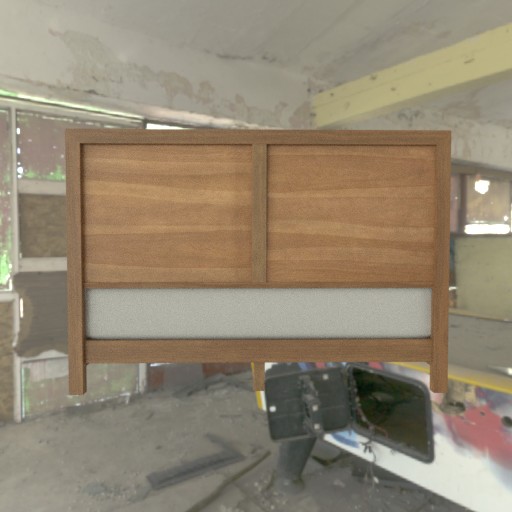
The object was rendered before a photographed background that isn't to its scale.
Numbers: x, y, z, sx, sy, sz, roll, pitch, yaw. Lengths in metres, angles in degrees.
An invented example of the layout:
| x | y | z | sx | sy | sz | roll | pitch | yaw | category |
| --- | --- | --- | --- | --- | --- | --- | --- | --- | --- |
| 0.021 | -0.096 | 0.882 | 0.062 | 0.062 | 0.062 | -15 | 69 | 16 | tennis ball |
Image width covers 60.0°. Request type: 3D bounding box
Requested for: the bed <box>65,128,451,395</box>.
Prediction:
| x | y | z | sx | sy | sz | roll | pitch | yaw | category |
| --- | --- | --- | --- | --- | --- | --- | --- | --- | --- |
| 0.000 | 0.000 | 3.412 | 2.003 | 1.387 | 2.184 | 0 | 2 | -1 | bed |
